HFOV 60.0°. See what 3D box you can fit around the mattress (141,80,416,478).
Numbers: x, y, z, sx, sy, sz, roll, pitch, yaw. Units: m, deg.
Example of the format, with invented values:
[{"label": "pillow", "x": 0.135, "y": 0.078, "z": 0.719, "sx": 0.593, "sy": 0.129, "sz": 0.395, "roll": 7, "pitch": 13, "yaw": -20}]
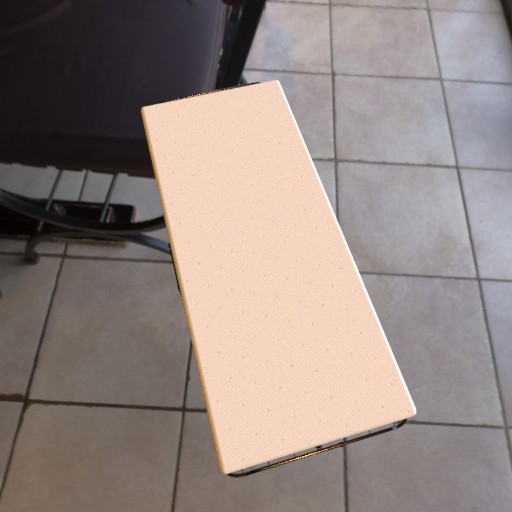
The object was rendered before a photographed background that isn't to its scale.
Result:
[{"label": "mattress", "x": 0.000, "y": 0.000, "z": 2.535, "sx": 0.922, "sy": 0.519, "sz": 2.153, "roll": -14, "pitch": 65, "yaw": -7}]
